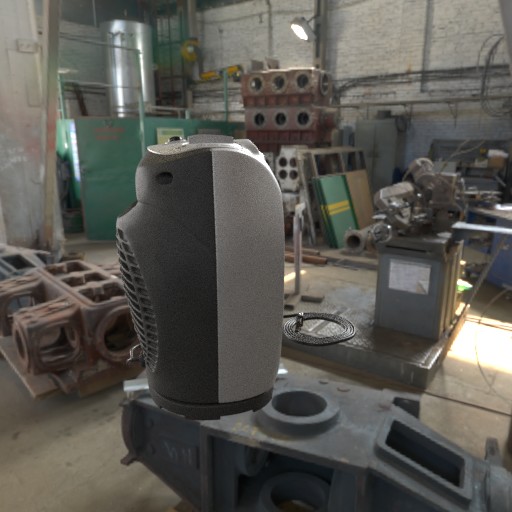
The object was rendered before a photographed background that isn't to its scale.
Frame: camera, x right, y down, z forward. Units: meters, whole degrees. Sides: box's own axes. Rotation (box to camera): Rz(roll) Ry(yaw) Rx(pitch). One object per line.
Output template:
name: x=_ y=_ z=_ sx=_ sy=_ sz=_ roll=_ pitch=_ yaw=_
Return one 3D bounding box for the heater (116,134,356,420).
heater: x=0.000 y=0.000 z=0.481 sx=0.291 sy=0.255 sz=0.239 roll=-2 pitch=16 yaw=-9
